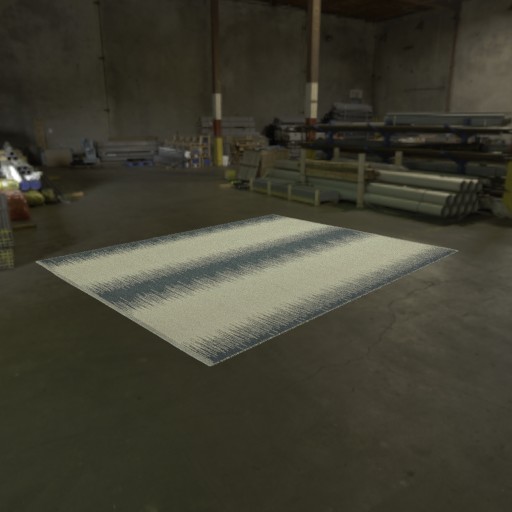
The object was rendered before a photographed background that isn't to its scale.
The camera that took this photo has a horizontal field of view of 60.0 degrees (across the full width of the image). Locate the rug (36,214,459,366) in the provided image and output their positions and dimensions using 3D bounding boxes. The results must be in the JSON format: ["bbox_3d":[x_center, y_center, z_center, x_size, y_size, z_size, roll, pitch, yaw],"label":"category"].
[{"bbox_3d":[0.000,0.000,4.057,3.037,0.004,2.453,-16,23,-42],"label":"rug"}]
